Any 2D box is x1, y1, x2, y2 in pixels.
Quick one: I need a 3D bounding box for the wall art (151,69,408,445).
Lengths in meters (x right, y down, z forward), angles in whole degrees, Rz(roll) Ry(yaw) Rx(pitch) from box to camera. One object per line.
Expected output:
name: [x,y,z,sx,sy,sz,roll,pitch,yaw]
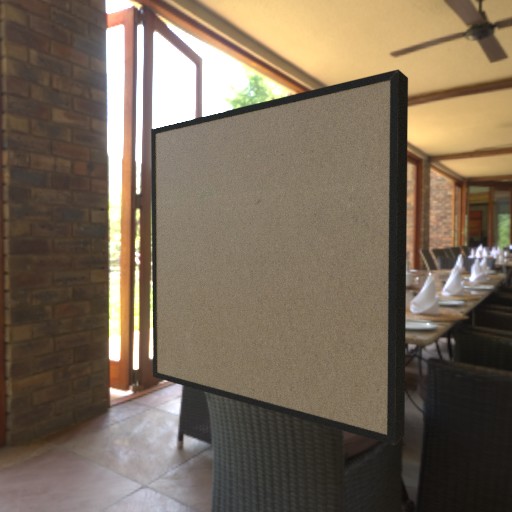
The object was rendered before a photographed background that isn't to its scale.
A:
wall art: [0.000,0.000,0.768,0.508,0.508,0.038,1,2,38]
